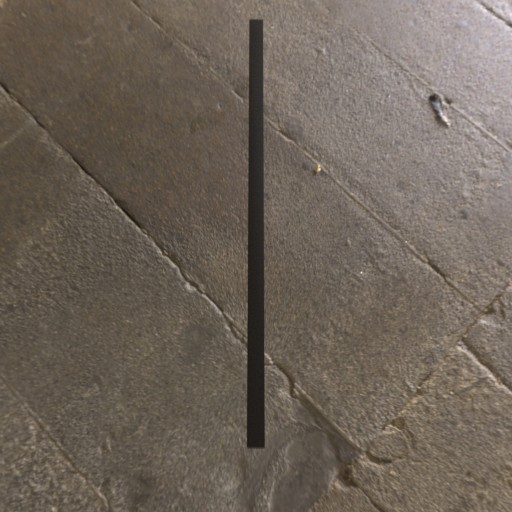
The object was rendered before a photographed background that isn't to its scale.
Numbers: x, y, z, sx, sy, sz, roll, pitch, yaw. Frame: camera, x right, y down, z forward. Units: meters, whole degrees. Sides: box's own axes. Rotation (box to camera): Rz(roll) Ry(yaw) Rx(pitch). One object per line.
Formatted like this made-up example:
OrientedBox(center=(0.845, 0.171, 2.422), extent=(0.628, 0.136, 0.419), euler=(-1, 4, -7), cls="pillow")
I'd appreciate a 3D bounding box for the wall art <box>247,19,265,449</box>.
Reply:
OrientedBox(center=(0.000, 0.000, 0.728), extent=(0.018, 0.450, 0.521), euler=(0, 75, 0), cls="wall art")
